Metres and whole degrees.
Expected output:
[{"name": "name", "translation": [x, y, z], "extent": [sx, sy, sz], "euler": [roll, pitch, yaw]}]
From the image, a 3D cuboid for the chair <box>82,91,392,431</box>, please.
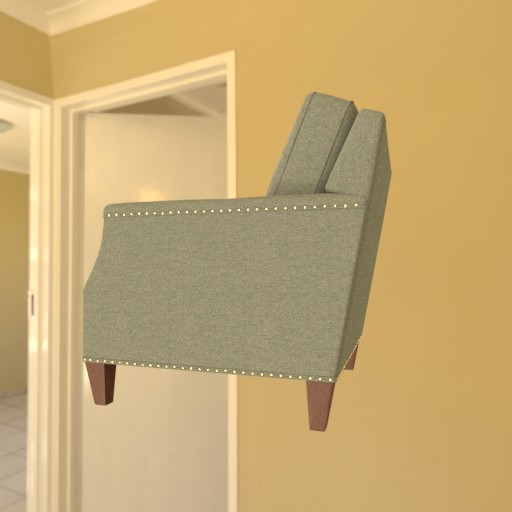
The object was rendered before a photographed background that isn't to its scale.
[{"name": "chair", "translation": [0.000, 0.000, 1.782], "extent": [1.031, 1.031, 0.885], "euler": [0, -1, 18]}]
